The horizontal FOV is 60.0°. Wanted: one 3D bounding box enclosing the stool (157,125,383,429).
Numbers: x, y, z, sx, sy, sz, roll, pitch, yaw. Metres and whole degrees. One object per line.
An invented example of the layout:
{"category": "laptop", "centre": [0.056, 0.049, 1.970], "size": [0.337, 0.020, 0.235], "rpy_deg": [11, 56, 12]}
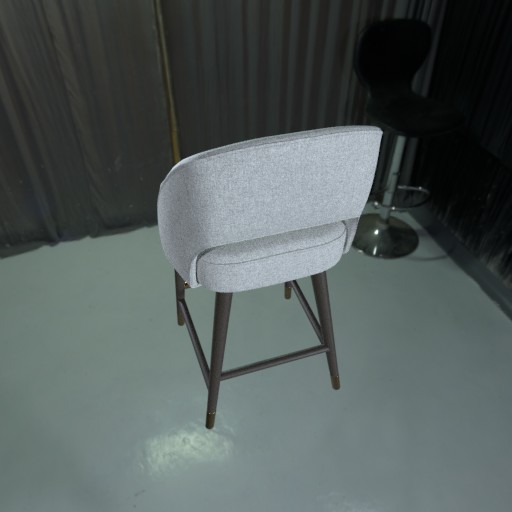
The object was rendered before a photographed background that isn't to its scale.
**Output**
{"category": "stool", "centre": [0.000, 0.000, 1.235], "size": [0.494, 0.940, 0.509], "rpy_deg": [-12, 42, -14]}
